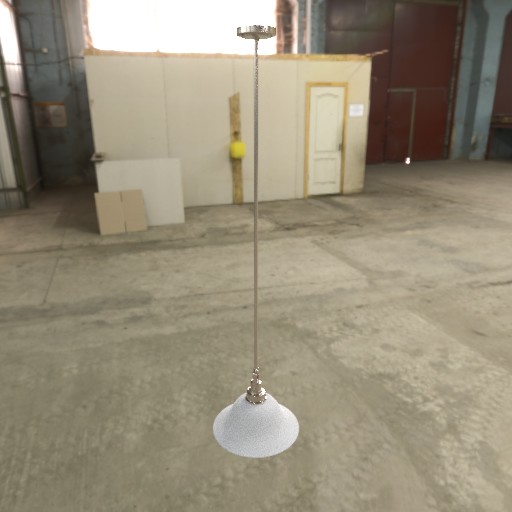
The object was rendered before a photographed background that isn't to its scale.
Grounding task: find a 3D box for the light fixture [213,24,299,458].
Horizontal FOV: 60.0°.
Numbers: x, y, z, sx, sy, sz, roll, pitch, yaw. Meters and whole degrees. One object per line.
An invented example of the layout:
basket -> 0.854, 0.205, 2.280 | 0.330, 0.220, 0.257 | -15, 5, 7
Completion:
light fixture -> 0.000, 0.000, 1.463 | 0.324, 1.354, 0.324 | 3, 18, 10
